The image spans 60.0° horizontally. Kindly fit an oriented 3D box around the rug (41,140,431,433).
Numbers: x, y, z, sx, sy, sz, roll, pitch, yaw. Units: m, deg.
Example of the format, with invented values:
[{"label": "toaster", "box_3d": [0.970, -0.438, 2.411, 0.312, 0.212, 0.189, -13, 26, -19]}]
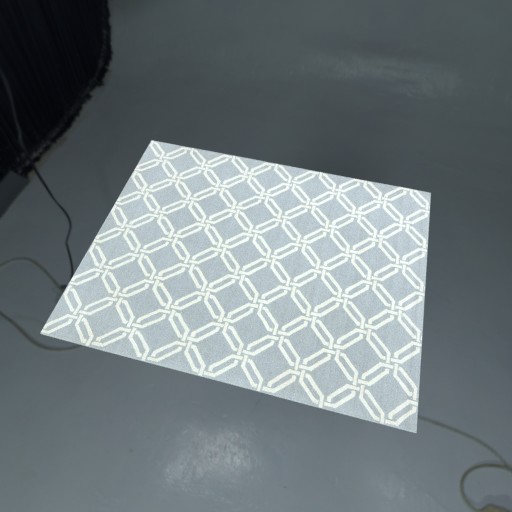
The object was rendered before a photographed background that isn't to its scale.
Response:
[{"label": "rug", "box_3d": [0.000, 0.000, 3.882, 2.895, 0.018, 2.288, 12, 57, 8]}]
